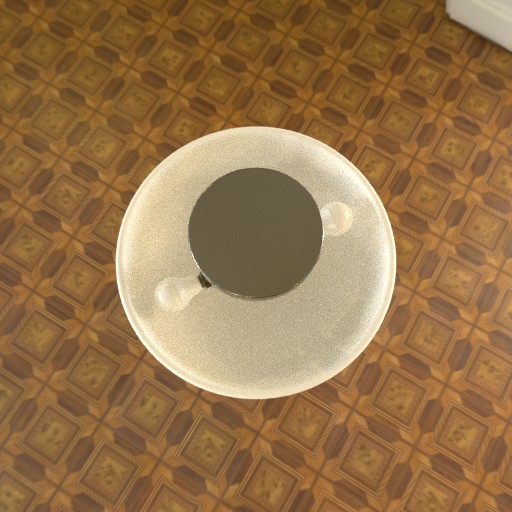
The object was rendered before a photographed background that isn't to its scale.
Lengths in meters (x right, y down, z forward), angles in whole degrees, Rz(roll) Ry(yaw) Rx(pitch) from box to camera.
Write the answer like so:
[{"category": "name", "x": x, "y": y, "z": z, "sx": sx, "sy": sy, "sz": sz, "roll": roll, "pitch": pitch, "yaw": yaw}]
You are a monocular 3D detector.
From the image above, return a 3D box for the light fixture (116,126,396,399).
[{"category": "light fixture", "x": 0.000, "y": 0.000, "z": 0.539, "sx": 0.330, "sy": 0.214, "sz": 0.330, "roll": 0, "pitch": 76, "yaw": 0}]
